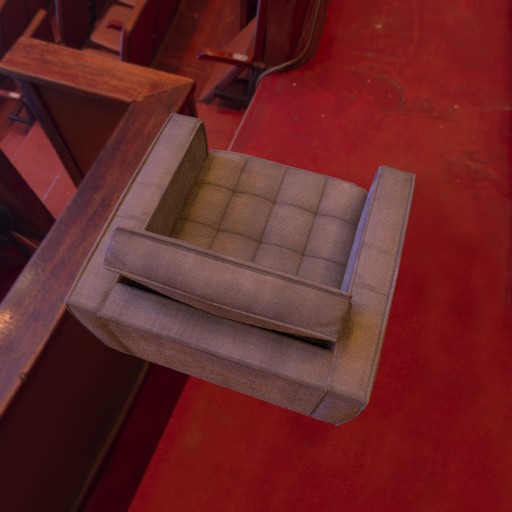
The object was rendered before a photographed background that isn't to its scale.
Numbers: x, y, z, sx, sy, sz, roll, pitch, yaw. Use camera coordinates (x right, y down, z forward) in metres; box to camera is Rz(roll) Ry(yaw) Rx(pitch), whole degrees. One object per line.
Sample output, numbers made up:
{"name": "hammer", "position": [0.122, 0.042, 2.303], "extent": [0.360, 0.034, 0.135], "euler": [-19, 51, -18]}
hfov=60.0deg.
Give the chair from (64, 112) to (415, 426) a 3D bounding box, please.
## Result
{"name": "chair", "position": [0.000, 0.000, 1.541], "extent": [0.928, 0.773, 0.843], "euler": [16, 64, 8]}
